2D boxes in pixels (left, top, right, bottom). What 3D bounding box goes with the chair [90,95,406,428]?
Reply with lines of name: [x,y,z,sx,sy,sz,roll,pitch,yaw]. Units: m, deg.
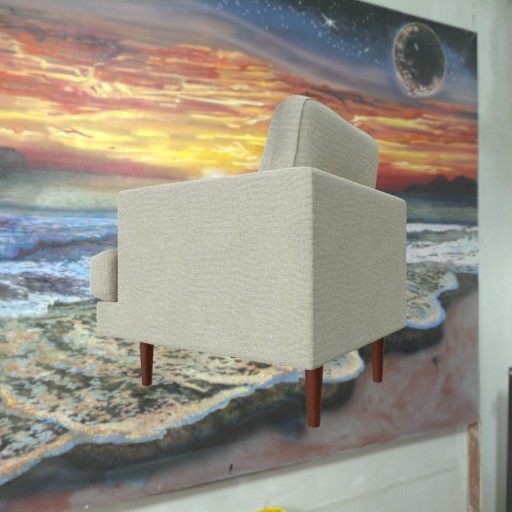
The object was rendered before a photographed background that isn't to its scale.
chair: [0.000,0.000,1.679,0.899,0.957,0.858,0,0,35]
